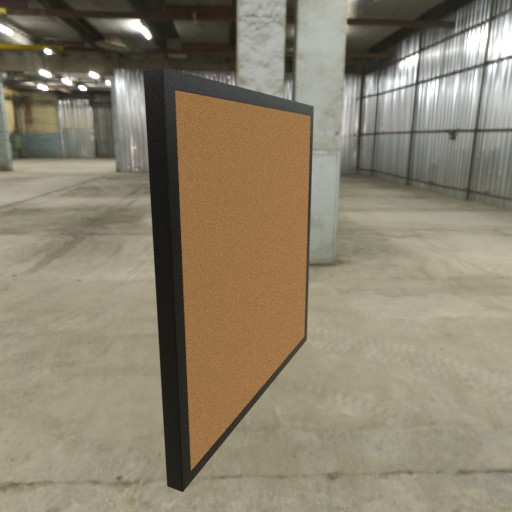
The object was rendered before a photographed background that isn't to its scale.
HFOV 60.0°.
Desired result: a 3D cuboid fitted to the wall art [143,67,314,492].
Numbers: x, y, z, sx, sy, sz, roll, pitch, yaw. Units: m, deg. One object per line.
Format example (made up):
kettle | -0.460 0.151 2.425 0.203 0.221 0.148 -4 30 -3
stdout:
wall art | 0.000 0.000 1.098 0.038 0.761 0.755 6 15 24
